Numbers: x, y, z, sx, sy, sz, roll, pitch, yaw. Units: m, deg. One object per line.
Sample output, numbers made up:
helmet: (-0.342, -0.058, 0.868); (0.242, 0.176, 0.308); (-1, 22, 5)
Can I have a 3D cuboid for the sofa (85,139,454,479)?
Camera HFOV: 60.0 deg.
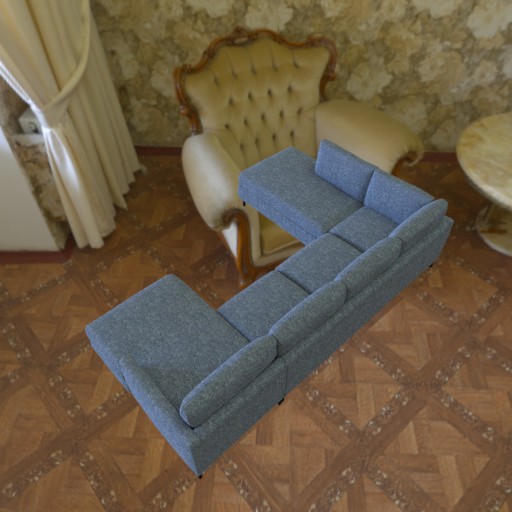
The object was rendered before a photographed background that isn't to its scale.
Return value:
sofa: (0.000, 0.000, 3.576); (2.737, 0.756, 1.879); (-34, 55, -28)
